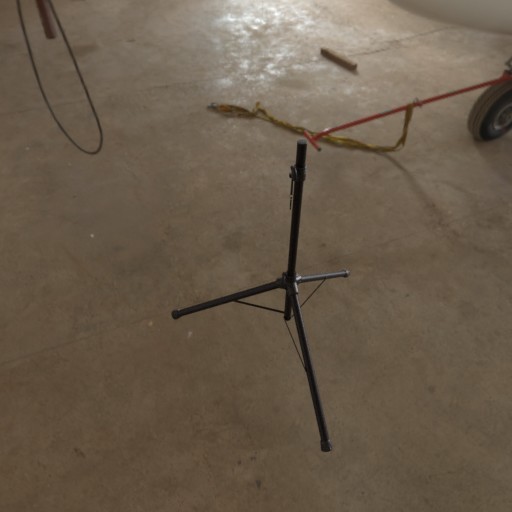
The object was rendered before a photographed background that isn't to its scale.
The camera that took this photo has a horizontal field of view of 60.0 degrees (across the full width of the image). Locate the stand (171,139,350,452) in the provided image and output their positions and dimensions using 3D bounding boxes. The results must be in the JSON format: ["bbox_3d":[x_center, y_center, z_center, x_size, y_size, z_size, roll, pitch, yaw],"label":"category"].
[{"bbox_3d":[0.000,0.000,1.870,0.907,1.136,1.045,10,47,10],"label":"stand"}]
